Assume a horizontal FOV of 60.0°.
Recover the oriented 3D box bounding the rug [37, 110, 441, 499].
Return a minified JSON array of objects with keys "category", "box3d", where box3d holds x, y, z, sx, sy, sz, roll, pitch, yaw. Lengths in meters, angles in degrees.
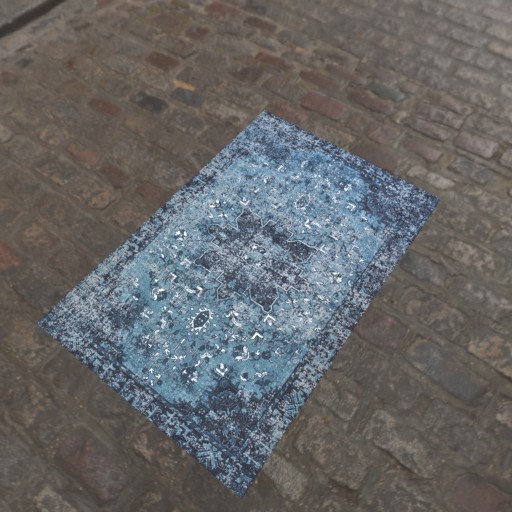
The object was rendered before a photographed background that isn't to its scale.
[{"category":"rug","box3d":[0.000,0.000,2.279,1.219,0.005,1.828,32,64,18]}]
